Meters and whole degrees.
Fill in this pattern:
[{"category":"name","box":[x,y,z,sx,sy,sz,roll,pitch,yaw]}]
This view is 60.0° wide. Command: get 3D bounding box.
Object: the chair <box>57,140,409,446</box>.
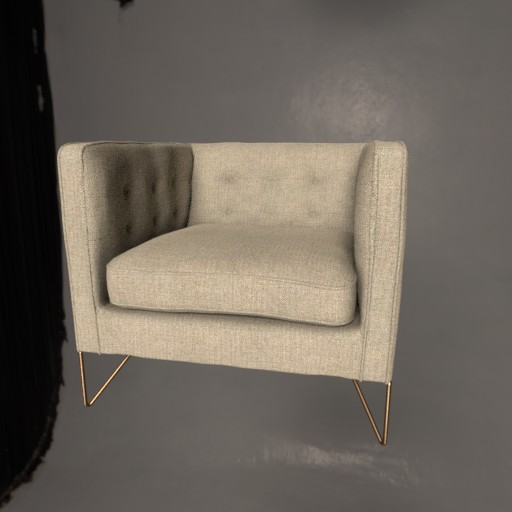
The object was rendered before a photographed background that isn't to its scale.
[{"category":"chair","box":[0.000,0.000,1.581,0.920,0.799,0.912,3,14,12]}]
